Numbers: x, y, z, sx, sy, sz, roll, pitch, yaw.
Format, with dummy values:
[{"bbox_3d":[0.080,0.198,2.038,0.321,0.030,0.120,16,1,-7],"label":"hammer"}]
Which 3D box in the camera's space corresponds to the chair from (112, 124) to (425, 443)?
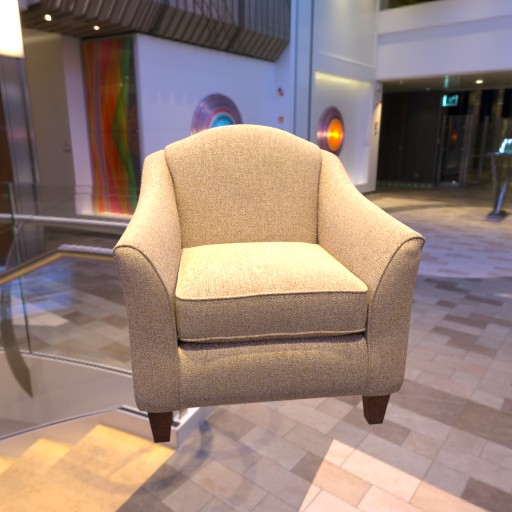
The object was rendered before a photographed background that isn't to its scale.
[{"bbox_3d":[0.000,0.000,1.442,0.763,0.839,0.787,-2,15,-7],"label":"chair"}]
